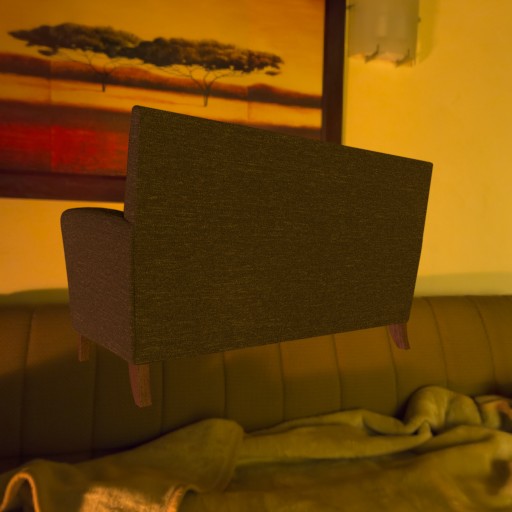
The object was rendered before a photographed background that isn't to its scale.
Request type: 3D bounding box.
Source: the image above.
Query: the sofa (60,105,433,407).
[{"bbox_3d":[0.000,0.000,2.018,1.509,0.905,0.867,-1,1,-36],"label":"sofa"}]
